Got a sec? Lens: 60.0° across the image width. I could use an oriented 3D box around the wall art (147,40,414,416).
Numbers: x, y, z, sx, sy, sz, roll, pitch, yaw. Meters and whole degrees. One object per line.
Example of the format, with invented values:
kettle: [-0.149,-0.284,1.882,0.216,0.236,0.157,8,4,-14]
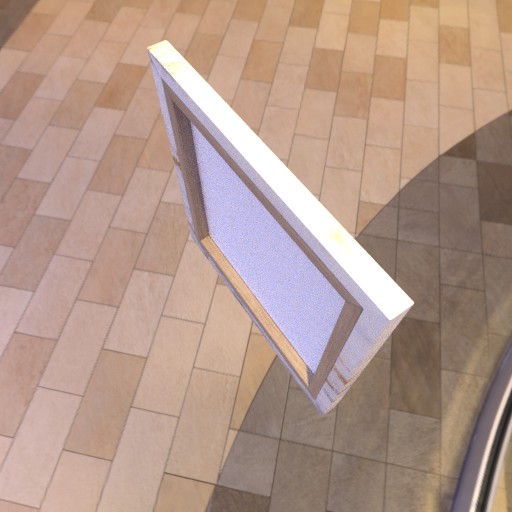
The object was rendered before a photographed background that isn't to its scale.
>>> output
wall art: [0.000,0.000,0.913,0.040,0.613,0.611,-31,65,-16]
